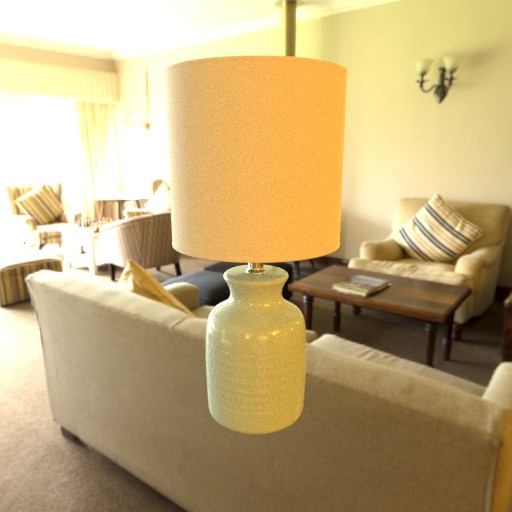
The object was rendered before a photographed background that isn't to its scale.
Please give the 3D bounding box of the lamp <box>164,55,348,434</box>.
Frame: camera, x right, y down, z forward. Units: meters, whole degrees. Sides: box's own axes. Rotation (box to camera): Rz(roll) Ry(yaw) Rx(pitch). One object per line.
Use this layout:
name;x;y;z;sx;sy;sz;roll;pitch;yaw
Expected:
lamp;0.000;0.000;1.132;0.418;0.871;0.418;-2;14;-9
